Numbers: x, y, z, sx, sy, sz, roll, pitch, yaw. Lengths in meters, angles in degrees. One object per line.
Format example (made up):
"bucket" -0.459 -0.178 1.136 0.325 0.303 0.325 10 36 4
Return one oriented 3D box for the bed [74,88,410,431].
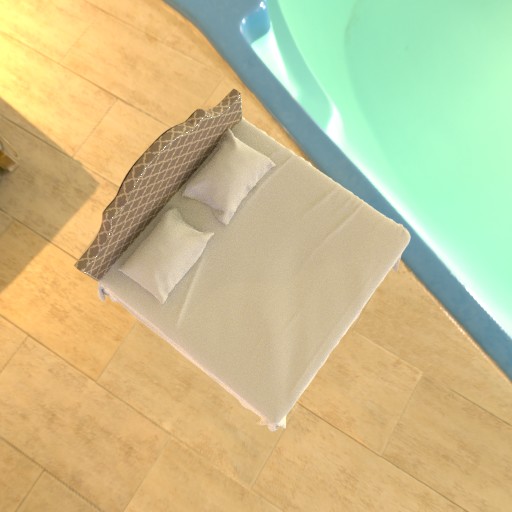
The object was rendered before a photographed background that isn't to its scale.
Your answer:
"bed" 0.000 0.000 3.824 2.222 1.601 2.314 37 78 9
